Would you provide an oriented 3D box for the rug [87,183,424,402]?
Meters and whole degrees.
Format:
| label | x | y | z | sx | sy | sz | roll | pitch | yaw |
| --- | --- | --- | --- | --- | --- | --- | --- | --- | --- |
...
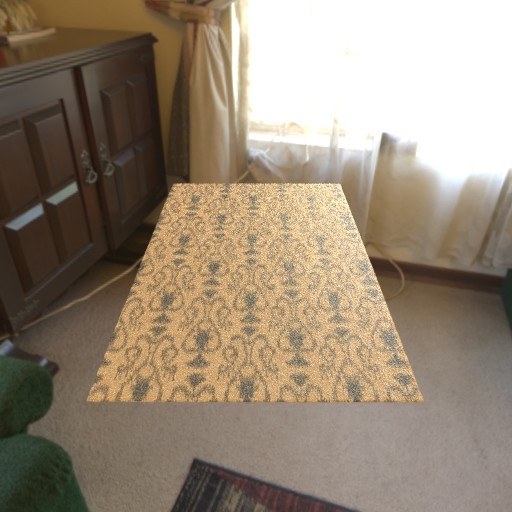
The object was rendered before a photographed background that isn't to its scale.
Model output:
| label | x | y | z | sx | sy | sz | roll | pitch | yaw |
| --- | --- | --- | --- | --- | --- | --- | --- | --- | --- |
| rug | 0.000 | 0.000 | 2.048 | 1.035 | 0.006 | 1.652 | 0 | 33 | 0 |
